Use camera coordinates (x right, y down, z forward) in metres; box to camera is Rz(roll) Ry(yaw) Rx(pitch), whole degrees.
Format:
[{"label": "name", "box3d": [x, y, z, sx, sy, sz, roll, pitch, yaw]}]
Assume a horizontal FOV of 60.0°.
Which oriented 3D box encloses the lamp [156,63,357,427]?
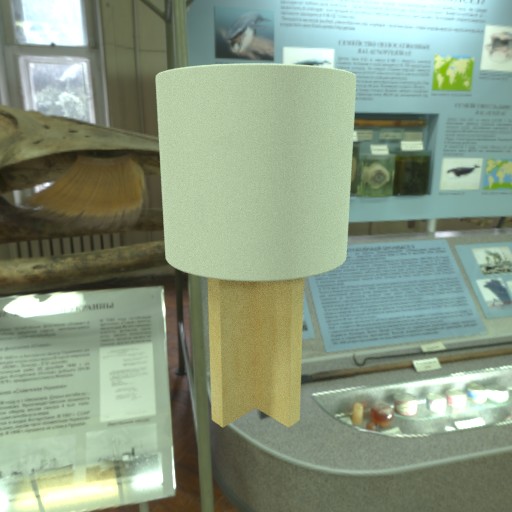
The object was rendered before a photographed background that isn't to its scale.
[{"label": "lamp", "box3d": [0.000, 0.000, 0.571, 0.229, 0.428, 0.229, -15, 21, -43]}]
